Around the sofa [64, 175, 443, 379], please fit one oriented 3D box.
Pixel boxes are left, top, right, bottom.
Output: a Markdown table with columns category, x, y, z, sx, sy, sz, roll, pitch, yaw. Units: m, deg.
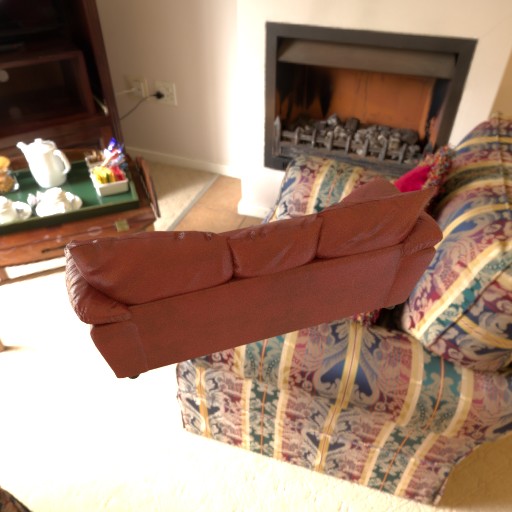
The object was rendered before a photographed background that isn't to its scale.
| category | x | y | z | sx | sy | sz | roll | pitch | yaw |
| --- | --- | --- | --- | --- | --- | --- | --- | --- | --- |
| sofa | 0.000 | 0.000 | 3.006 | 2.390 | 1.091 | 0.907 | -12 | 41 | -15 |
